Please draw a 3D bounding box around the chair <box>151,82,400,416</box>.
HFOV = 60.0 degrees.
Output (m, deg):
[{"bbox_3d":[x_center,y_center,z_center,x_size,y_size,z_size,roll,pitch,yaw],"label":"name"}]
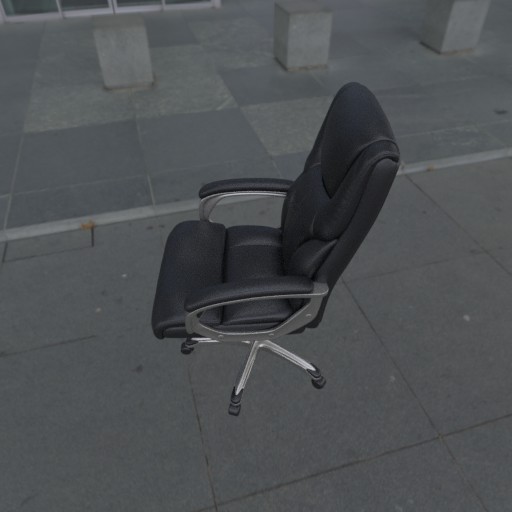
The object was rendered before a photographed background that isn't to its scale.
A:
[{"bbox_3d":[0.000,0.000,1.631,0.739,1.155,0.663,-1,42,-1],"label":"chair"}]
